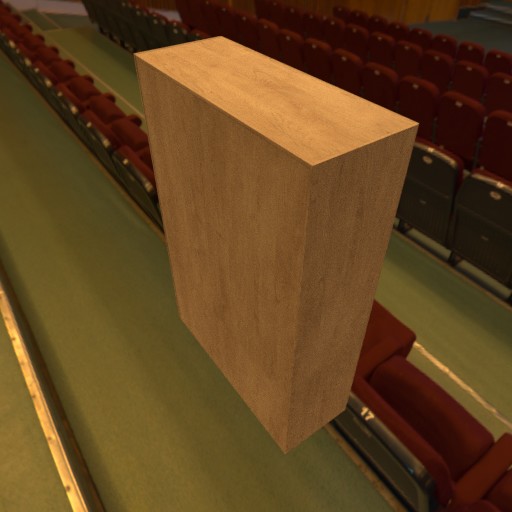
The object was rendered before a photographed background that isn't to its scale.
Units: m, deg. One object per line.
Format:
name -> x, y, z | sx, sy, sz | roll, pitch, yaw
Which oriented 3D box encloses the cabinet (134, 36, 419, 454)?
cabinet -> 0.000, 0.000, 2.464 | 0.510, 1.910, 1.290 | -25, 47, -26
